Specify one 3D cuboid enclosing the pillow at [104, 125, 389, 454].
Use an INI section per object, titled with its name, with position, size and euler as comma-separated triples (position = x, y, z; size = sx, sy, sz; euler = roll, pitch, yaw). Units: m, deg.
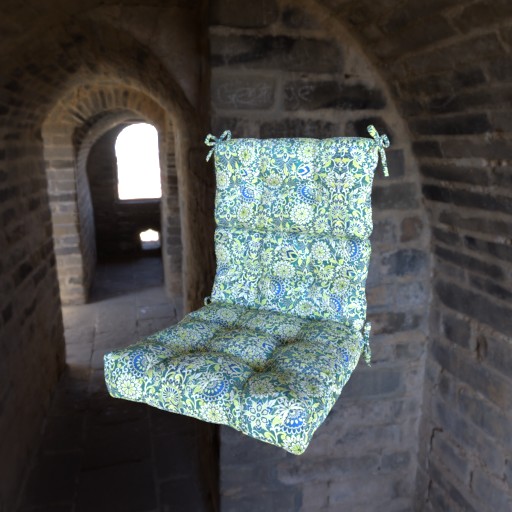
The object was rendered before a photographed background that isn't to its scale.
[pillow]
position = 0.000, 0.000, 1.047
size = 0.519, 0.605, 0.571
euler = 7, 15, 26
